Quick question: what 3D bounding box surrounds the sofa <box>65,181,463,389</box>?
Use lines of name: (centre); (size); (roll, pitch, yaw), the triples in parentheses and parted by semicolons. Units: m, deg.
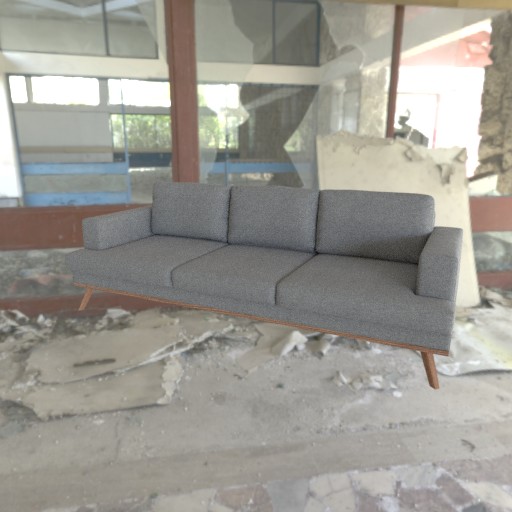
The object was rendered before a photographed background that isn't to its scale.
sofa: (0.000, 0.000, 2.749); (2.310, 0.810, 0.920); (7, 16, 25)
